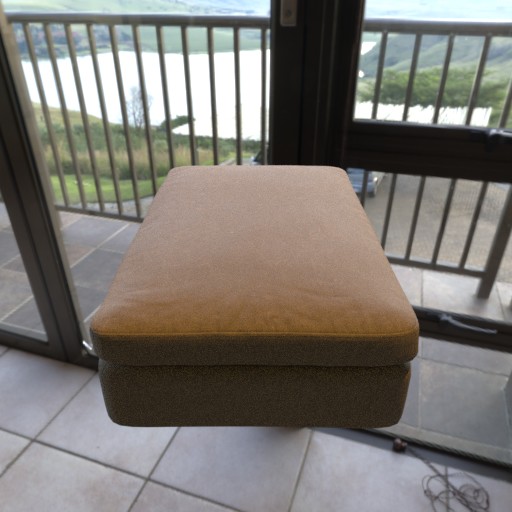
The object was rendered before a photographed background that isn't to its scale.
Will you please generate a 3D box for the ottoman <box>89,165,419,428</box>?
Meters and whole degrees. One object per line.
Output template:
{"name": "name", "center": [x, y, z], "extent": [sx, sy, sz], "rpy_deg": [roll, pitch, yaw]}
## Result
{"name": "ottoman", "center": [0.000, 0.000, 1.626], "extent": [0.840, 0.429, 1.199], "rpy_deg": [0, 31, 0]}
